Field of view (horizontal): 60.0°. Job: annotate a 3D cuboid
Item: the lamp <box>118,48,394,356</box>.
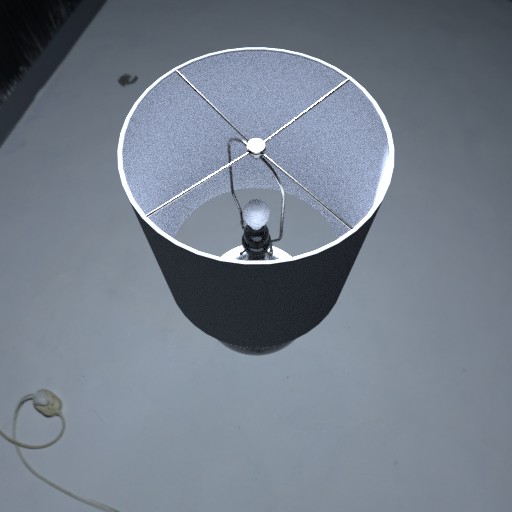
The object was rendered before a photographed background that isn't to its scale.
[{"bbox_3d":[0.000,0.000,0.530,0.216,0.404,0.216,17,65,8],"label":"lamp"}]
